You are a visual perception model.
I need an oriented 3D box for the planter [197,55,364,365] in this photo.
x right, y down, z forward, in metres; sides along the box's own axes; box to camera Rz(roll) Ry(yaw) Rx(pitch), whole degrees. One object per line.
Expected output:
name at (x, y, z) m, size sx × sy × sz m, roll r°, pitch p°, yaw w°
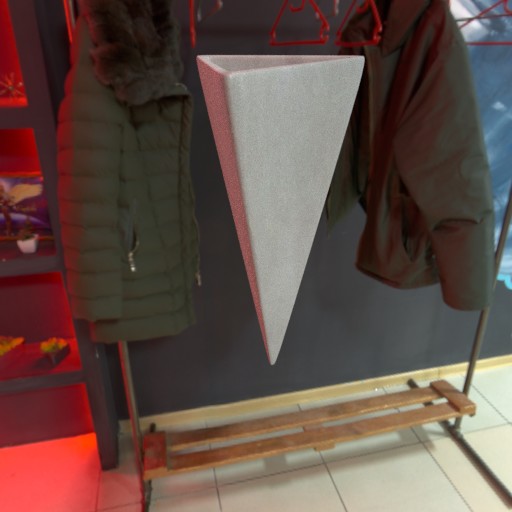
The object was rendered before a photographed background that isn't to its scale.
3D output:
planter at (0.000, 0.000, 0.158) m, size 0.058 × 0.130 × 0.047 m, roll 8°, pitch 26°, yaw 17°
